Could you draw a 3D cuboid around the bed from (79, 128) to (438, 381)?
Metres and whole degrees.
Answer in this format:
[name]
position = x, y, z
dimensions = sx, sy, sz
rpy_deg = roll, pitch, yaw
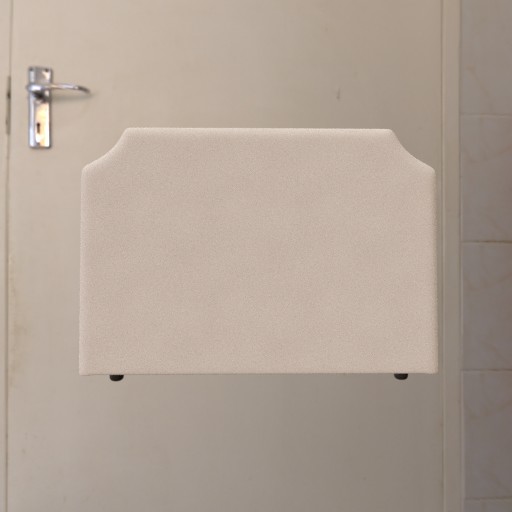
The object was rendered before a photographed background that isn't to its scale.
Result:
[bed]
position = 0.000, 0.000, 3.330
dimensions = 1.827, 1.296, 2.209
rpy_deg = 0, 0, -1
